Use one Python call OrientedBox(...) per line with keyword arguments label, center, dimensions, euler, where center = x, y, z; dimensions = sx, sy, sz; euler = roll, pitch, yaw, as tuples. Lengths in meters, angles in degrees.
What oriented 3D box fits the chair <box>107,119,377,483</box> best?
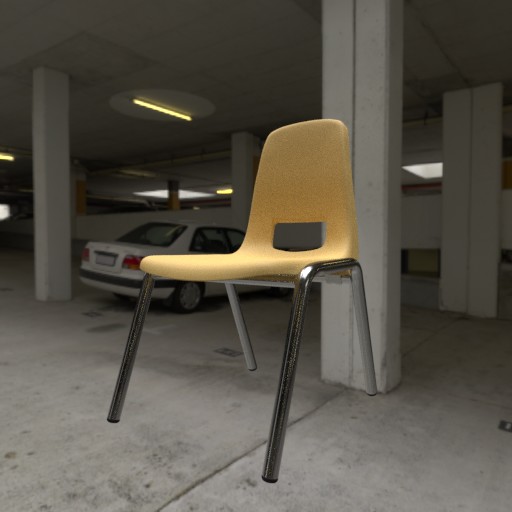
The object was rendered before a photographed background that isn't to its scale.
OrientedBox(label="chair", center=(0.000, 0.000, 0.839), dimensions=(0.354, 0.586, 0.423), euler=(1, 2, 35))
